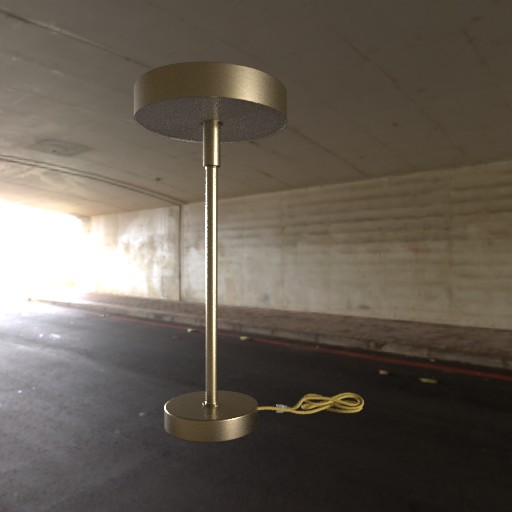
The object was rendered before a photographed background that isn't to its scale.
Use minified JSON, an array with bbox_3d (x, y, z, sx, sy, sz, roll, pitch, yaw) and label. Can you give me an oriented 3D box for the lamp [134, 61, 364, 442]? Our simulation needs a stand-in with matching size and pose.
[{"bbox_3d":[0.000,0.000,0.694,0.369,0.508,0.229,0,-1,-18],"label":"lamp"}]
